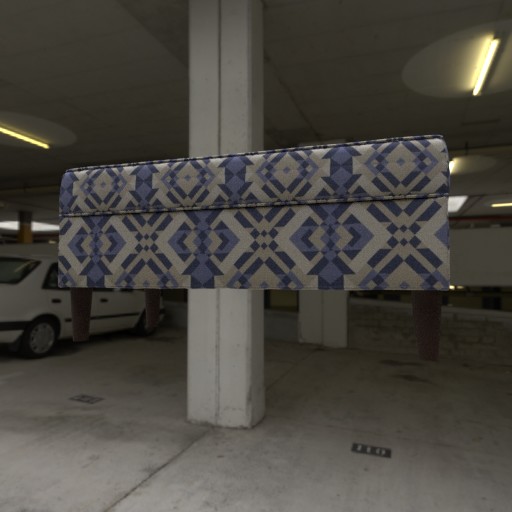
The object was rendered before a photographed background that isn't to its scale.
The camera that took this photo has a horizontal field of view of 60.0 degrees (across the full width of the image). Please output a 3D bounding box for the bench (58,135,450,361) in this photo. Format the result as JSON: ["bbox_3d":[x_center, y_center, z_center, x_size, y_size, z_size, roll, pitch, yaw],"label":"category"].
[{"bbox_3d":[0.000,0.000,1.289,1.016,0.477,0.492,-1,-3,18],"label":"bench"}]
